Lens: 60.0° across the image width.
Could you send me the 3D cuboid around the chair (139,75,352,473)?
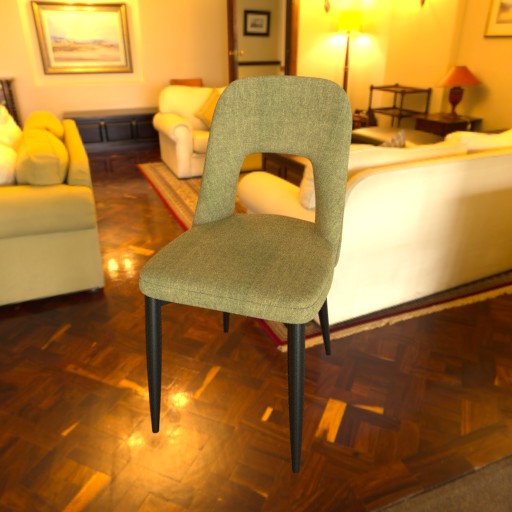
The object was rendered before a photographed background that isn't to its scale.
[{"bbox_3d":[0.000,0.000,1.275,0.470,0.931,0.612,8,27,17],"label":"chair"}]
